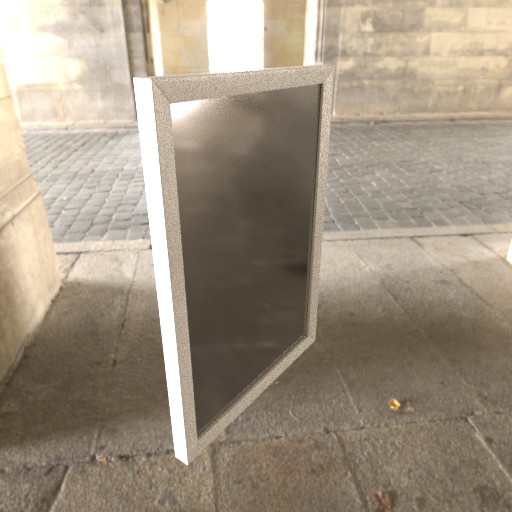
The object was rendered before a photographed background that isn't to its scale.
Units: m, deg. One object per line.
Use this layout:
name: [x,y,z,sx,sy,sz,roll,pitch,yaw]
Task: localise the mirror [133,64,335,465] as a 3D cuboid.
mirror: [0.000,0.000,0.916,0.040,0.710,0.507,18,31,32]
